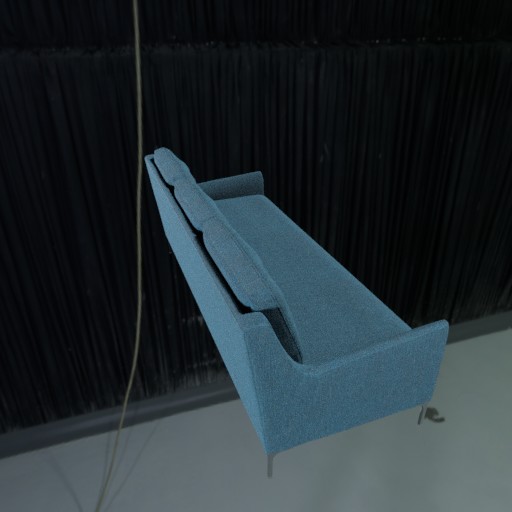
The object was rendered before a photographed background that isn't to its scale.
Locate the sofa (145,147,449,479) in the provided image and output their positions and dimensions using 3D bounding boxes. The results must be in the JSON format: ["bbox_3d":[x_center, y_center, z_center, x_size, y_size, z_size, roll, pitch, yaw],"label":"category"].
[{"bbox_3d":[0.000,0.000,2.453,0.849,0.837,2.060,-10,30,-18],"label":"sofa"}]
